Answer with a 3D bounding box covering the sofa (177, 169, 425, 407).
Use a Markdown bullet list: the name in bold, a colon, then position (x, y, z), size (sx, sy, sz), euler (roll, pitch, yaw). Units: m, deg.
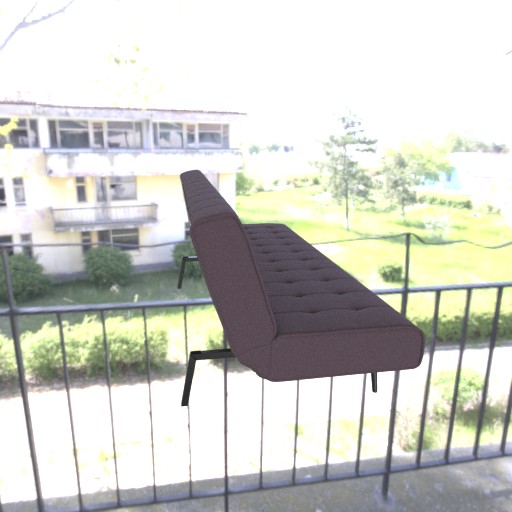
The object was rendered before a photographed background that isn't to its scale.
- **sofa**: position (0.000, 0.000, 2.081), size (0.747, 0.699, 1.703), euler (-3, 15, -10)
